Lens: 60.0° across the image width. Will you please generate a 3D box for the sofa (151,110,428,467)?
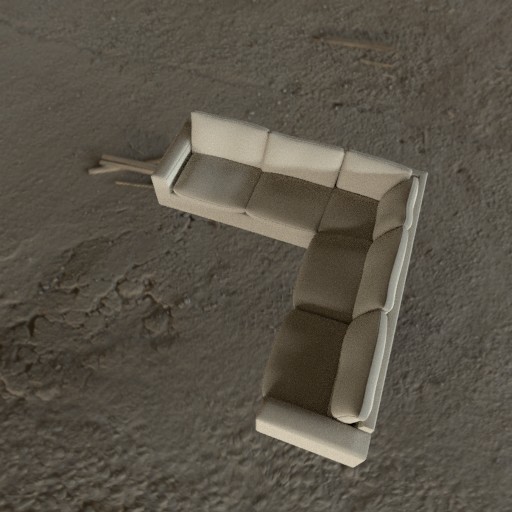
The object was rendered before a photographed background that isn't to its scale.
[{"bbox_3d":[0.000,0.000,4.774,3.066,0.918,3.206,17,60,10],"label":"sofa"}]
